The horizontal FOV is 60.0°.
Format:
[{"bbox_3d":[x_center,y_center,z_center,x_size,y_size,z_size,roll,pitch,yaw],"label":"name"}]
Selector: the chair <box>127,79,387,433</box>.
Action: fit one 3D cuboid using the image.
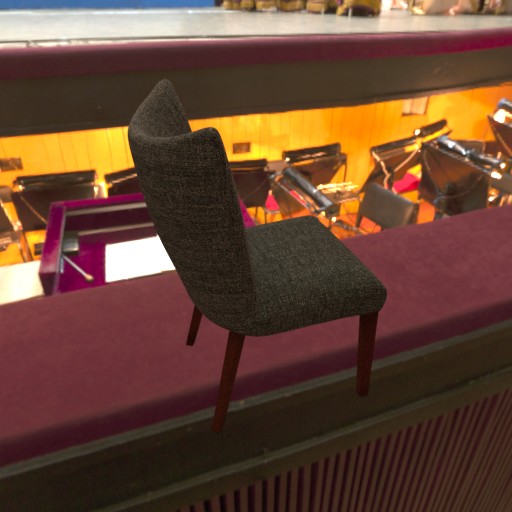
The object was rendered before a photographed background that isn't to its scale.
[{"bbox_3d":[0.000,0.000,1.307,0.623,0.924,0.535,-10,33,-16],"label":"chair"}]
